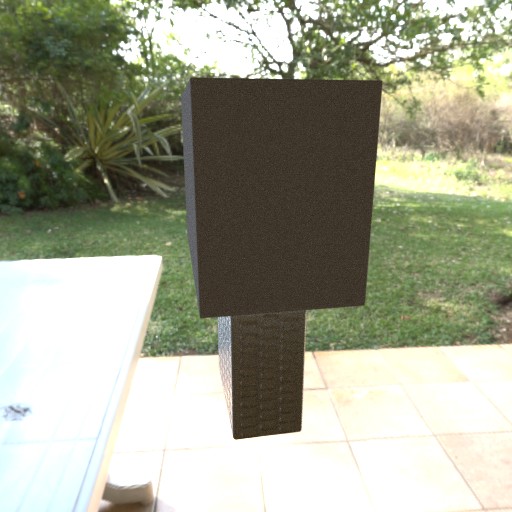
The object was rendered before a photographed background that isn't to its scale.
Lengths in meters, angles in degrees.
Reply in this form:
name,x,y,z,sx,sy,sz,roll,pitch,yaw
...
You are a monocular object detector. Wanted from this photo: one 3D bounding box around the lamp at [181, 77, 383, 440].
name,x,y,z,sx,sy,sz,roll,pitch,yaw
lamp,0.000,0.000,0.696,0.200,0.515,0.380,-3,17,-10
